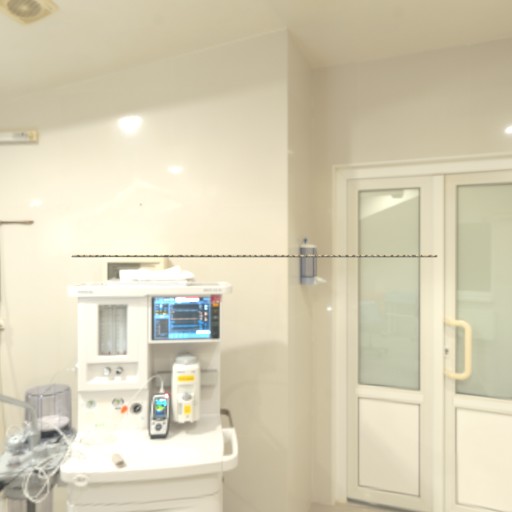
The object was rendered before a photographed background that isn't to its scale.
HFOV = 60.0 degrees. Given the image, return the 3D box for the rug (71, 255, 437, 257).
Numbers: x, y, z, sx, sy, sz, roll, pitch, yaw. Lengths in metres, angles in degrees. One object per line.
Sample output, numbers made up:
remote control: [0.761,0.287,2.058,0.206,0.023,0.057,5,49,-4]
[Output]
rug: [0.000,0.000,2.229,1.144,0.008,1.752,0,0,0]
